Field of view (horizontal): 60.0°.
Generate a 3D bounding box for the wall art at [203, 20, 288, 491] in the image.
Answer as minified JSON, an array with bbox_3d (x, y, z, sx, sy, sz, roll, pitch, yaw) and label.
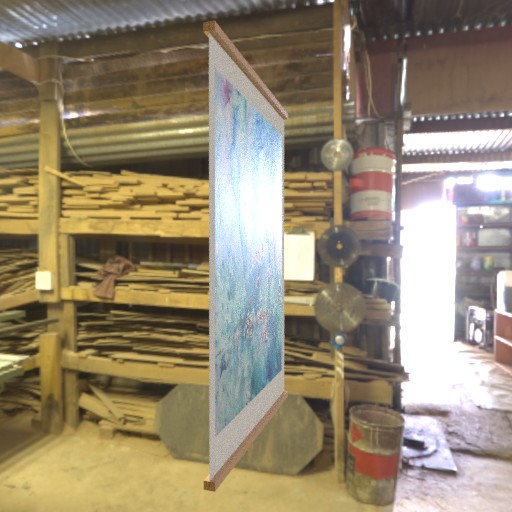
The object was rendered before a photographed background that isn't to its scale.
[{"bbox_3d":[0.000,0.000,1.899,0.040,1.510,0.991,0,0,18],"label":"wall art"}]
